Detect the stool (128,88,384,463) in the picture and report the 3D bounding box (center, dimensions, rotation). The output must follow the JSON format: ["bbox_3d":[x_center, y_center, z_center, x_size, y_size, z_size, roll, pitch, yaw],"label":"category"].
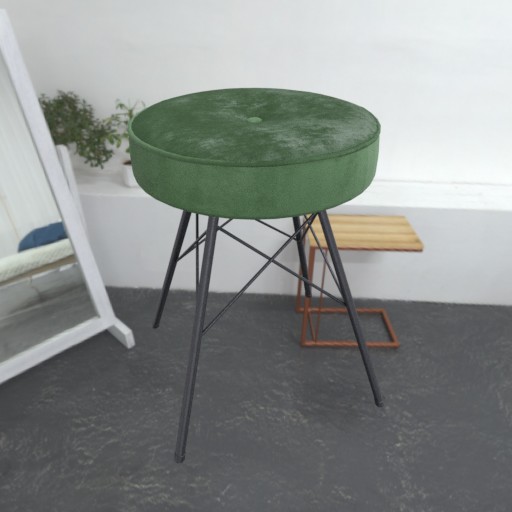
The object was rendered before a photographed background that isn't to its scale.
[{"bbox_3d":[0.000,0.000,0.913,0.457,0.595,0.430,-10,34,-14],"label":"stool"}]
